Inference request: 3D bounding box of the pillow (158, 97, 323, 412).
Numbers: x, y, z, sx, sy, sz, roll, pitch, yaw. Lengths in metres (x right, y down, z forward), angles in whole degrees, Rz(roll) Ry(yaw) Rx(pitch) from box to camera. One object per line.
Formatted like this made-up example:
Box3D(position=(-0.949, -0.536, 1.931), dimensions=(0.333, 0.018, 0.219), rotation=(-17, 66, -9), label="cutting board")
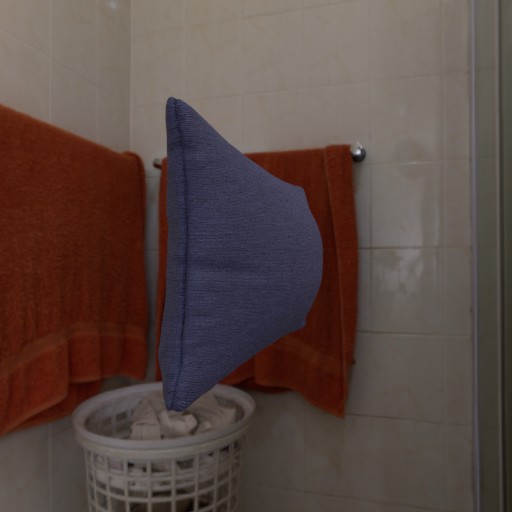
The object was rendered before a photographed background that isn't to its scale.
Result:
Box3D(position=(0.000, 0.000, 0.770), dimensions=(0.210, 0.338, 0.633), rotation=(0, 0, 18), label="pillow")
